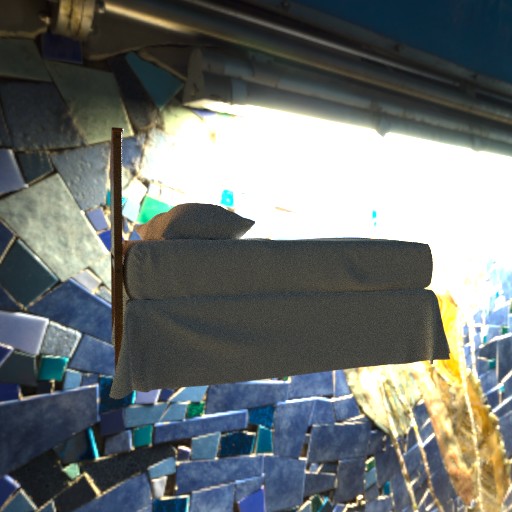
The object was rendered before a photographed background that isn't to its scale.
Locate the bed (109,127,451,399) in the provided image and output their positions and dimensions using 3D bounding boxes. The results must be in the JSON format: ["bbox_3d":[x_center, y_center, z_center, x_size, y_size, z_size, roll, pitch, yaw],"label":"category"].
[{"bbox_3d":[0.000,0.000,3.204,2.035,1.273,1.870,0,2,-19],"label":"bed"}]
